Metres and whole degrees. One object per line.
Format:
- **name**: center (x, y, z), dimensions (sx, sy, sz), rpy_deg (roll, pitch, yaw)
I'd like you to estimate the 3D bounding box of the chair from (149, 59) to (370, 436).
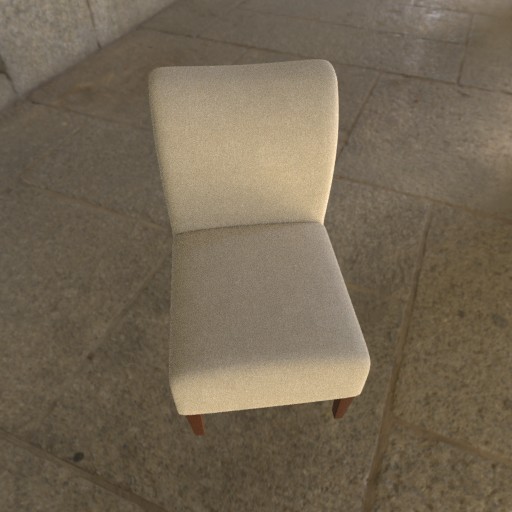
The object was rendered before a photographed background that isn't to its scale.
- **chair**: center (0.000, 0.000, 1.309), dimensions (0.521, 0.833, 0.754), rpy_deg (-5, 48, -4)
